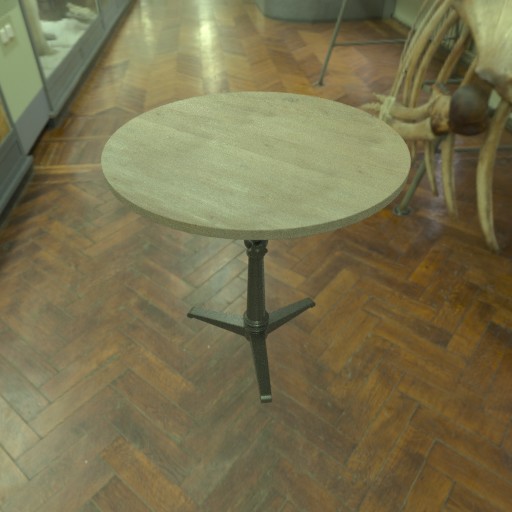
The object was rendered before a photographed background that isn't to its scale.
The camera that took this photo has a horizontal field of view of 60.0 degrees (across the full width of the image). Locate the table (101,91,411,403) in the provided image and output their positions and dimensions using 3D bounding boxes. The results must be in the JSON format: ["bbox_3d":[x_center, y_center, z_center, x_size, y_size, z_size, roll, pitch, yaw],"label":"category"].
[{"bbox_3d":[0.000,0.000,1.429,0.800,0.780,0.800,0,39,0],"label":"table"}]
